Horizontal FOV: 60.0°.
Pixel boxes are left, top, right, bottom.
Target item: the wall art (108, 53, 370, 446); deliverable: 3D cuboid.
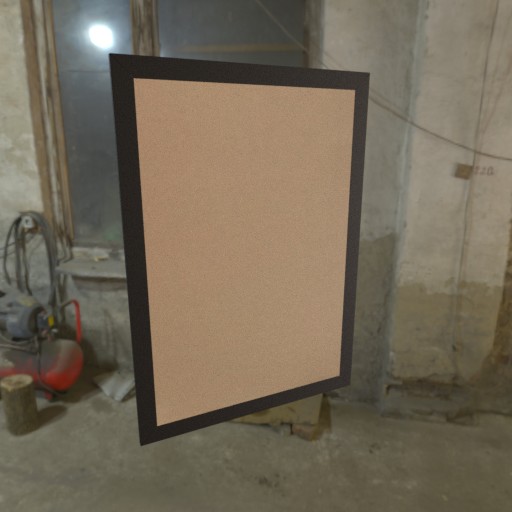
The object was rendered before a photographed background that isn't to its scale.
[{"bbox_3d":[0.000,0.000,0.662,0.379,0.530,0.008,-7,17,-25],"label":"wall art"}]
